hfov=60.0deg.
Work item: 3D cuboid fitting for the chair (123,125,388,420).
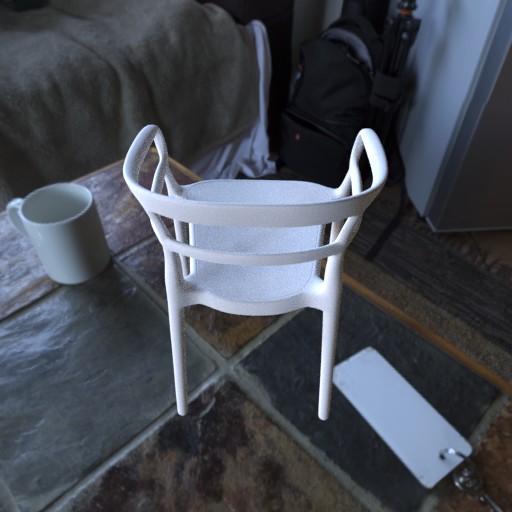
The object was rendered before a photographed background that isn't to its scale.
[{"bbox_3d":[0.000,0.000,1.118,0.559,0.761,0.527,1,46,1],"label":"chair"}]
